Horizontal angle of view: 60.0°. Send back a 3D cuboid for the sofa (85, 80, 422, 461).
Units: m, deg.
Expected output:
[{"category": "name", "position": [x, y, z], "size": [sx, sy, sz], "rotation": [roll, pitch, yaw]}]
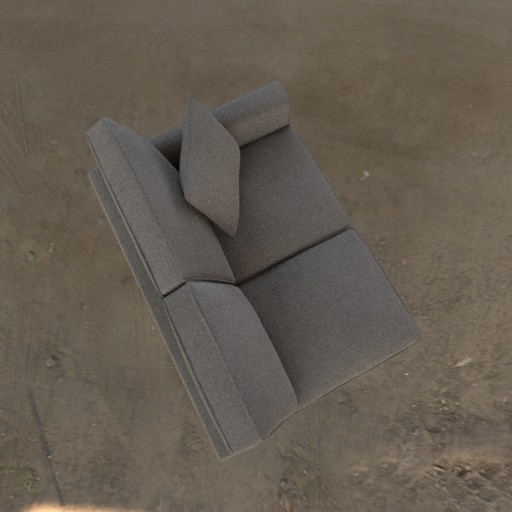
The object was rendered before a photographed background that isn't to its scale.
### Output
[{"category": "sofa", "position": [0.000, 0.000, 2.050], "size": [0.991, 0.989, 1.388], "rotation": [-27, 77, -6]}]
